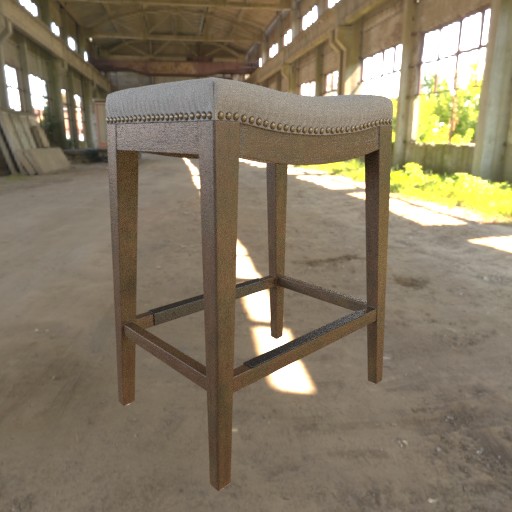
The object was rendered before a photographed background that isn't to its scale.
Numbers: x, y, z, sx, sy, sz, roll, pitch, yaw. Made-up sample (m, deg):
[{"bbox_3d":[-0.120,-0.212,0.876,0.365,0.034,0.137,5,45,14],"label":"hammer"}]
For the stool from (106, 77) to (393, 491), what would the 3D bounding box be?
[{"bbox_3d":[0.000,0.000,0.946,0.508,0.660,0.356,-14,21,-41],"label":"stool"}]
